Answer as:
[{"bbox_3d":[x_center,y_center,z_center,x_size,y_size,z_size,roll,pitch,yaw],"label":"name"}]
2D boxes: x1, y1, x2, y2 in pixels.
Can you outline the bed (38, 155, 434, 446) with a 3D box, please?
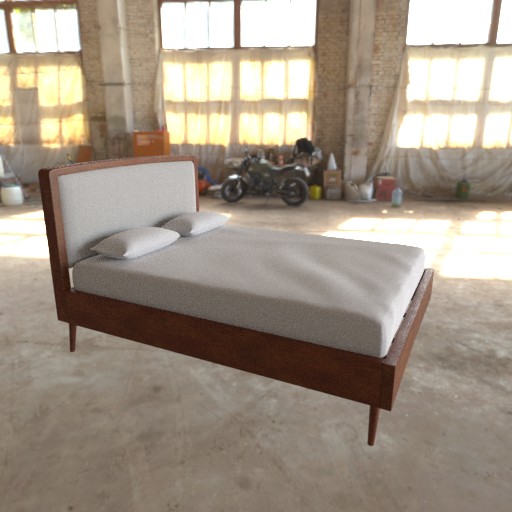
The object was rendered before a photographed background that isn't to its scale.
[{"bbox_3d":[0.000,0.000,3.082,2.196,1.275,1.587,8,18,26],"label":"bed"}]
